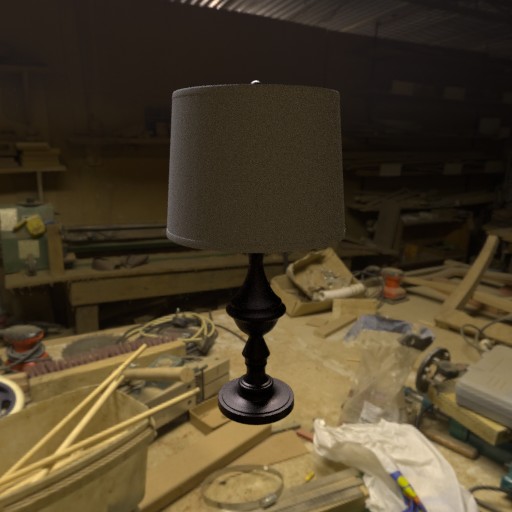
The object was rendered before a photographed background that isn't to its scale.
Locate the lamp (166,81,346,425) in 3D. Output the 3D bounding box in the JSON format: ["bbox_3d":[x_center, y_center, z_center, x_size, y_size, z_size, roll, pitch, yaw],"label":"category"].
[{"bbox_3d":[0.000,0.000,0.980,0.383,0.726,0.383,0,14,0],"label":"lamp"}]
